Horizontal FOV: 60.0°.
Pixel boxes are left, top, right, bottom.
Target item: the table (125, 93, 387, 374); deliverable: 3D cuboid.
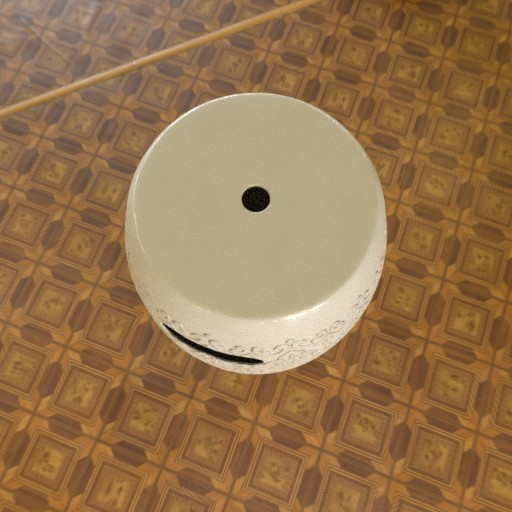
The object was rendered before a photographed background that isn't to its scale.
[{"bbox_3d":[0.000,0.000,0.600,0.309,0.397,0.309,0,74,0],"label":"table"}]
